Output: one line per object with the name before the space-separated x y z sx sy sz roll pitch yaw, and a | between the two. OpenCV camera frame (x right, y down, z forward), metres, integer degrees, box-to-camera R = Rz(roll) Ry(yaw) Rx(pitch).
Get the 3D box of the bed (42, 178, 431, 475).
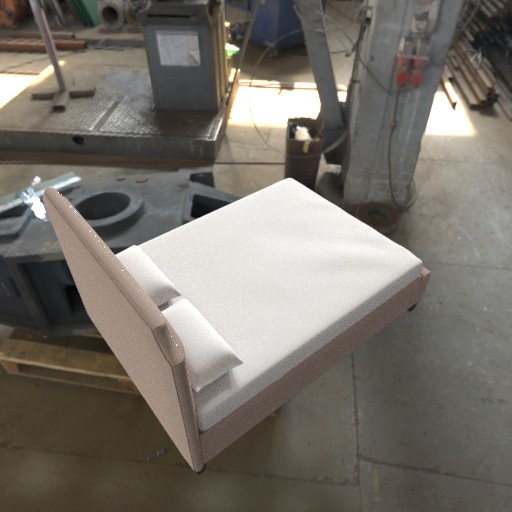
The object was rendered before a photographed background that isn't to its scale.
bed | 0.000 0.000 3.402 2.372 1.443 1.713 -28 49 -27
